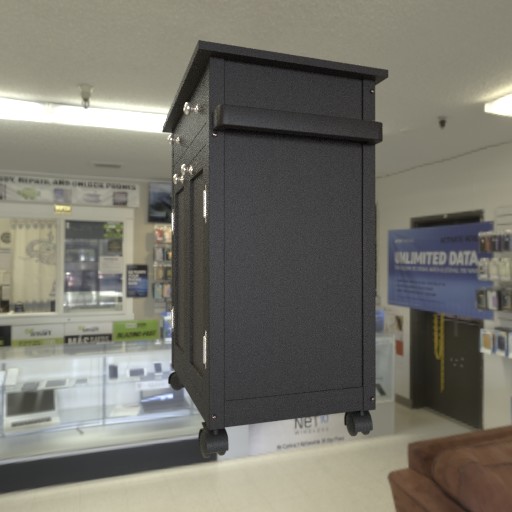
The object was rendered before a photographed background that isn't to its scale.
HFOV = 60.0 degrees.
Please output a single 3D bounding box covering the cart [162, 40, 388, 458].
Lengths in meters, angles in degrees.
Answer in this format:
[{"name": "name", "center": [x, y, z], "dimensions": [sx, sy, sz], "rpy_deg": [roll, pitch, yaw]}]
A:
[{"name": "cart", "center": [0.000, 0.000, 1.265], "dimensions": [0.456, 0.879, 0.660], "rpy_deg": [0, 0, -19]}]
